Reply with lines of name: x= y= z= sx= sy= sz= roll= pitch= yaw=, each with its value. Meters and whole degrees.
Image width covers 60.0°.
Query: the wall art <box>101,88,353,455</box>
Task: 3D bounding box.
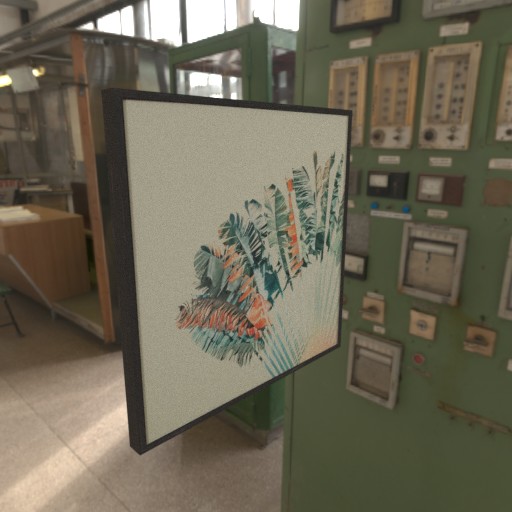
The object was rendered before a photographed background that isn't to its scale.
wall art: x=0.000 y=0.000 z=1.154 sx=0.762 sy=0.758 sz=0.043 roll=-14 pitch=20 yaw=-43
